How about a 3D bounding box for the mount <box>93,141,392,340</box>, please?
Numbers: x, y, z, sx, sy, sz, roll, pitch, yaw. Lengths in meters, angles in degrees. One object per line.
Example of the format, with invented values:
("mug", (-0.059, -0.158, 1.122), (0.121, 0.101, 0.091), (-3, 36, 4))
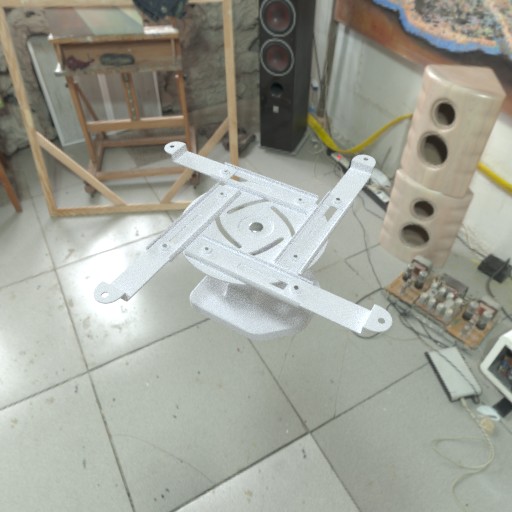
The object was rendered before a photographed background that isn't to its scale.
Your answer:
("mount", (0.000, 0.000, 0.595), (0.394, 0.141, 0.394), (24, 51, 21))
